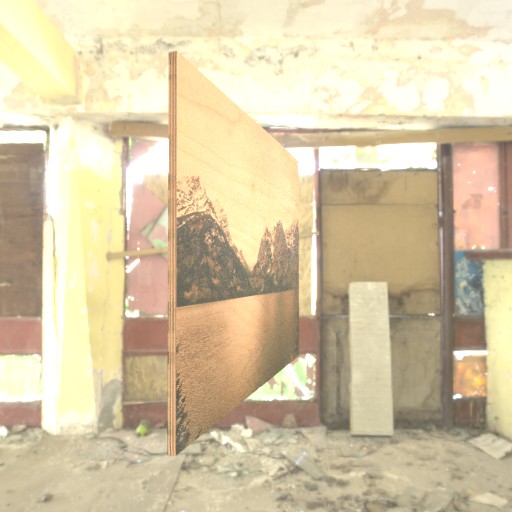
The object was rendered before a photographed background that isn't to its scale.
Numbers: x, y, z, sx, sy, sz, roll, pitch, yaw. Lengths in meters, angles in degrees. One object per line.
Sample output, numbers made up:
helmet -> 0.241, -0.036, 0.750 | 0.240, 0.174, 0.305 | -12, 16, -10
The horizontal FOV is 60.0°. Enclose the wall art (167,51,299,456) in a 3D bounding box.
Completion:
wall art -> 0.000, 0.000, 0.687 | 0.010, 0.408, 0.508 | 0, -1, 20
